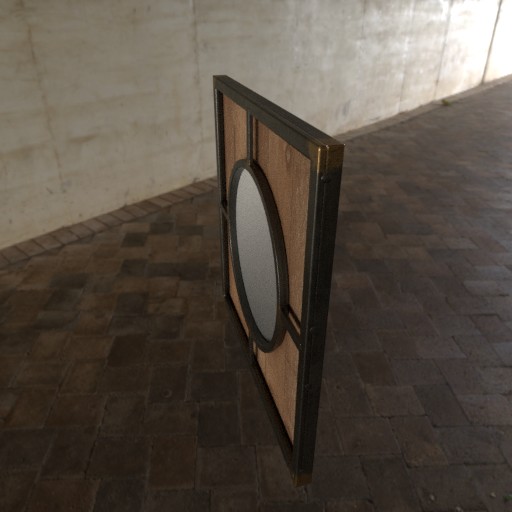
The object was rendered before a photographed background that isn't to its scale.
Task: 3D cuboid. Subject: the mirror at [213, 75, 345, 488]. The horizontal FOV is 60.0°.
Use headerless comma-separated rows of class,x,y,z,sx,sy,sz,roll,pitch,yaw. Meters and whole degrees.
mirror,0.000,0.000,0.560,0.020,0.381,0.382,-8,30,-14
